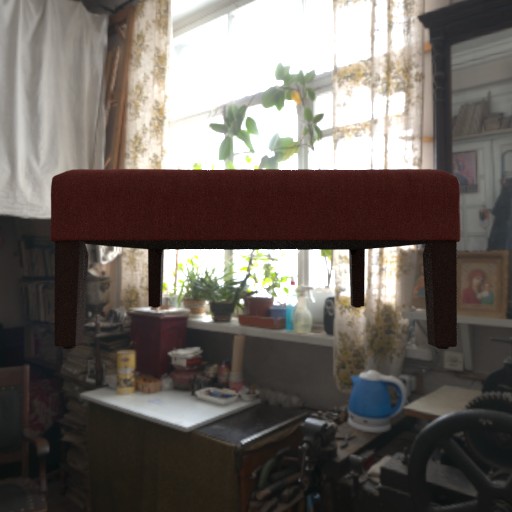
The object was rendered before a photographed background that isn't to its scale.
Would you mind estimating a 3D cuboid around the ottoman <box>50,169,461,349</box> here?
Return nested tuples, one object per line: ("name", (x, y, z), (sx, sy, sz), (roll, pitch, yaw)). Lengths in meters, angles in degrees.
("ottoman", (0.000, 0.000, 1.390), (0.889, 0.411, 0.890), (0, 0, 0))
